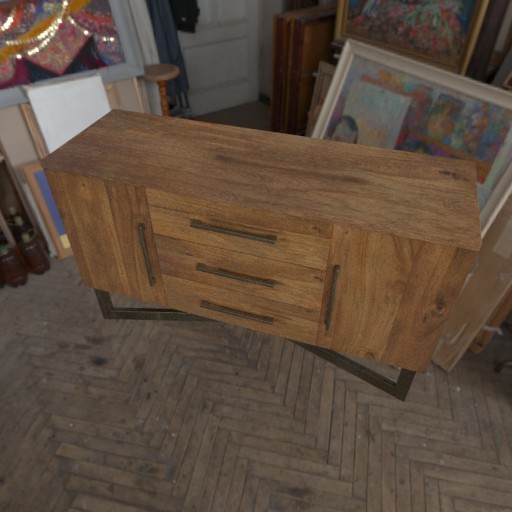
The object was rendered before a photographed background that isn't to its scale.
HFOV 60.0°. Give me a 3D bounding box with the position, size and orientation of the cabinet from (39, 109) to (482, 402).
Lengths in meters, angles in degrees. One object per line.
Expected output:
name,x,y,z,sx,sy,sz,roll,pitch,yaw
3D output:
cabinet,0.000,0.000,1.729,1.373,0.812,0.480,12,42,14
